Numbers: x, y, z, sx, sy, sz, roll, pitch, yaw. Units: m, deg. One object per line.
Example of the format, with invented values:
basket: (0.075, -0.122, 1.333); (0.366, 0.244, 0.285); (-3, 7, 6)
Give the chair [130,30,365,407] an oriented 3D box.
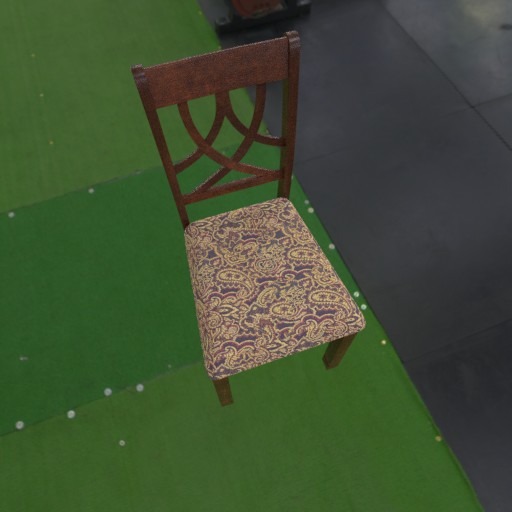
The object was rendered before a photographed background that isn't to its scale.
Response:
chair: (0.000, 0.000, 1.282); (0.457, 0.965, 0.584); (-17, 62, -9)
